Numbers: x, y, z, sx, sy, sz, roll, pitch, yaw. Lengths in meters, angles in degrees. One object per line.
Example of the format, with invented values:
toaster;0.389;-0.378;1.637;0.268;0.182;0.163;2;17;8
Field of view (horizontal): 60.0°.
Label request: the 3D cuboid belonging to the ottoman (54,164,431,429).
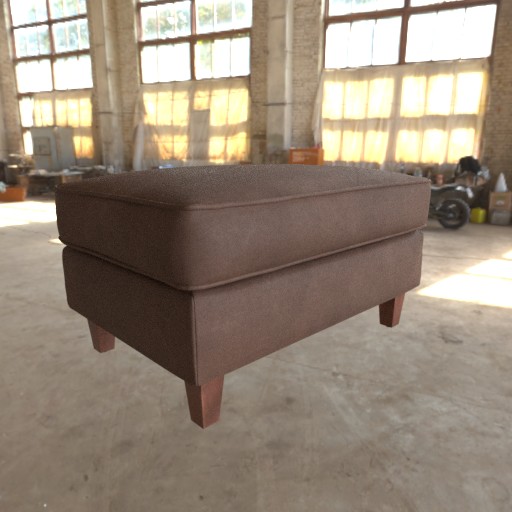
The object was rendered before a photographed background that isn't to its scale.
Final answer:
ottoman;0.000;0.000;1.205;0.860;0.481;0.596;-13;19;-42
